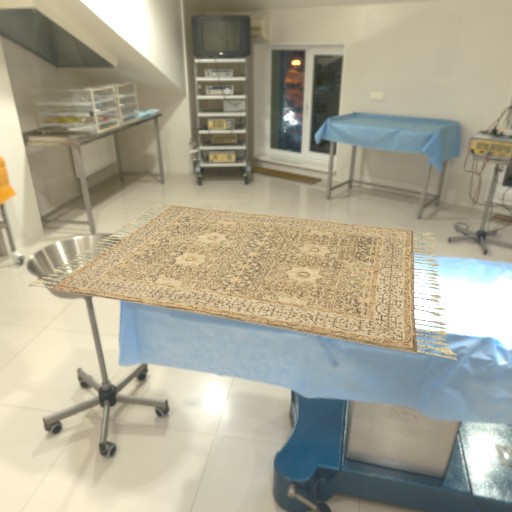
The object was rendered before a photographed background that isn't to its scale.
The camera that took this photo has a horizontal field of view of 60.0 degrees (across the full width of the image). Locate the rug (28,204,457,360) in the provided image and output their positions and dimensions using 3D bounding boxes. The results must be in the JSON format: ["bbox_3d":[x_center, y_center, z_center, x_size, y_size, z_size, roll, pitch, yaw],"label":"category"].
[{"bbox_3d":[0.000,0.000,3.084,2.465,0.023,1.619,8,27,15],"label":"rug"}]
